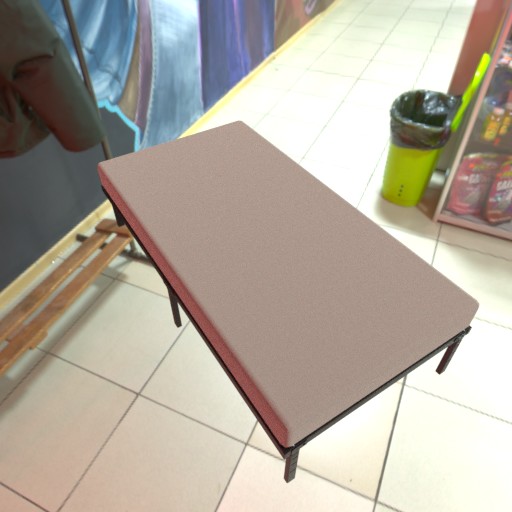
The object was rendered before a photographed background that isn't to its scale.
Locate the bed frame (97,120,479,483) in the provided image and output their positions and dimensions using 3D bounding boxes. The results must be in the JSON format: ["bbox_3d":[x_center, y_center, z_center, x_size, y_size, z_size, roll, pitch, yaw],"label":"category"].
[{"bbox_3d":[0.000,0.000,3.248,1.393,0.680,2.635,-24,49,-23],"label":"bed frame"}]
